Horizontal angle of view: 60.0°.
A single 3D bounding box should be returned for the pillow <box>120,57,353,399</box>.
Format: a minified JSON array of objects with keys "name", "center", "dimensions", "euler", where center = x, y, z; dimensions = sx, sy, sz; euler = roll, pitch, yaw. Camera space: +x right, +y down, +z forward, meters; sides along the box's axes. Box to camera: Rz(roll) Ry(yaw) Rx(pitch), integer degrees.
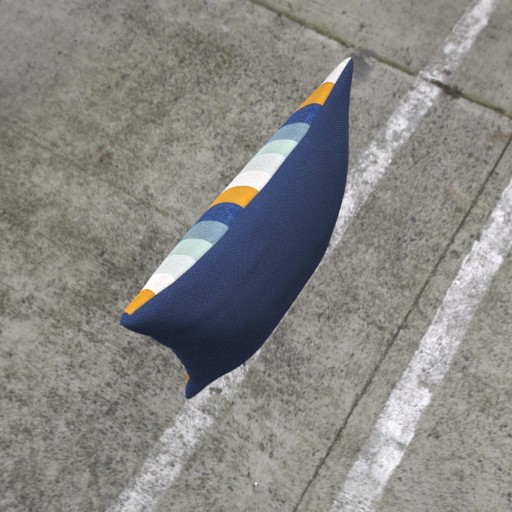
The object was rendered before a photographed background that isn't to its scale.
[{"name":"pillow","center":[0.000,0.000,0.719],"dimensions":[0.173,0.454,0.463],"euler":[31,67,15]}]
